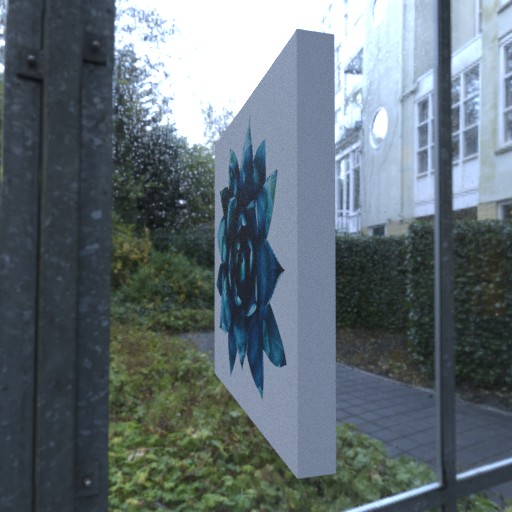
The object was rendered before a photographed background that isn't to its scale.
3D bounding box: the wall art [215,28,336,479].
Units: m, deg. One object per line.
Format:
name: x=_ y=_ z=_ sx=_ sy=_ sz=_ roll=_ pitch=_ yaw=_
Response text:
wall art: x=0.000 y=0.000 z=0.600 sx=0.038 sy=0.406 sz=0.406 roll=0 pitch=-1 yaw=-16
